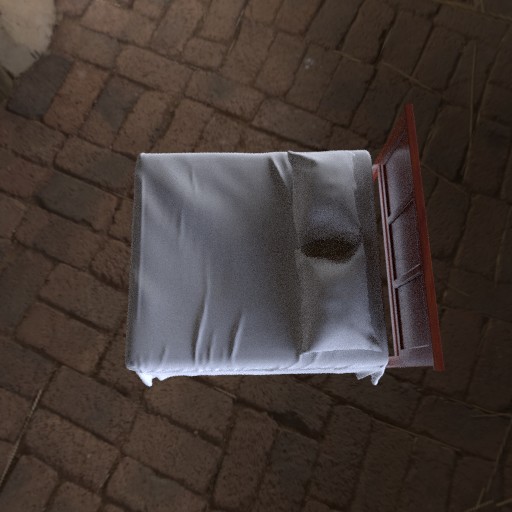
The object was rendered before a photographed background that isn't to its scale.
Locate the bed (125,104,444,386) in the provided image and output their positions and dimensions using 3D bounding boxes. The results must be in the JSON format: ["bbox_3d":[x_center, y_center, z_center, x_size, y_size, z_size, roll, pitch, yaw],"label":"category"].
[{"bbox_3d":[0.000,0.000,3.234,2.050,1.270,1.870,-1,75,0],"label":"bed"}]
